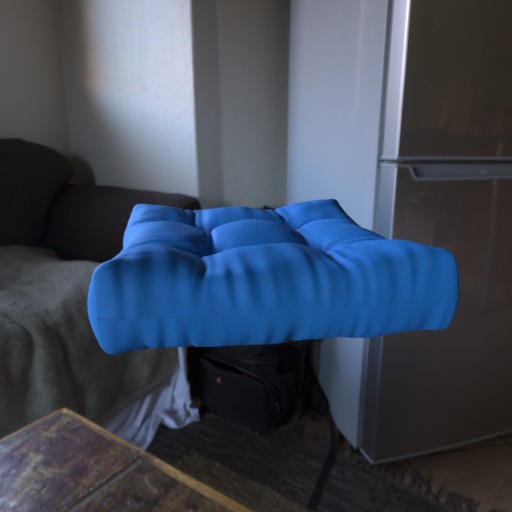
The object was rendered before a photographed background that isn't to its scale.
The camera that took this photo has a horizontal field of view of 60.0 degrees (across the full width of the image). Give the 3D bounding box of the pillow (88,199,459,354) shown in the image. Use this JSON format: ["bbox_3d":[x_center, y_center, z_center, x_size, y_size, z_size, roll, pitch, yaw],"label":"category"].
[{"bbox_3d":[0.000,0.000,0.752,0.468,0.128,0.490,-3,16,-9],"label":"pillow"}]
